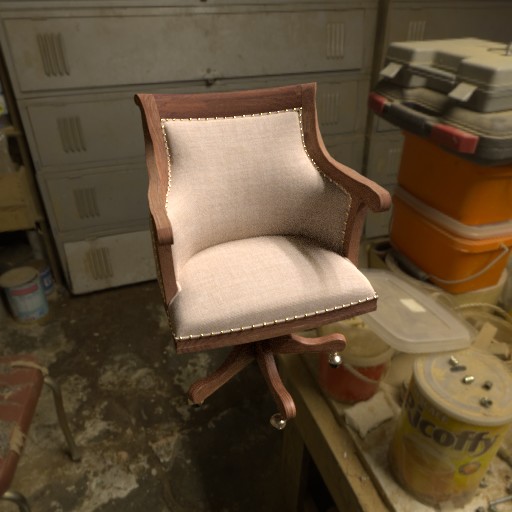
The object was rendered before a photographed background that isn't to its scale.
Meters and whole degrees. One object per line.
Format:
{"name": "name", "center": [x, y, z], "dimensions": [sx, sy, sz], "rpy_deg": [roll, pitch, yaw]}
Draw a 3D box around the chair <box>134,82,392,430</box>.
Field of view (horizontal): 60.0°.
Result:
{"name": "chair", "center": [0.000, 0.000, 1.465], "dimensions": [0.656, 0.965, 0.689], "rpy_deg": [-10, 33, -15]}
